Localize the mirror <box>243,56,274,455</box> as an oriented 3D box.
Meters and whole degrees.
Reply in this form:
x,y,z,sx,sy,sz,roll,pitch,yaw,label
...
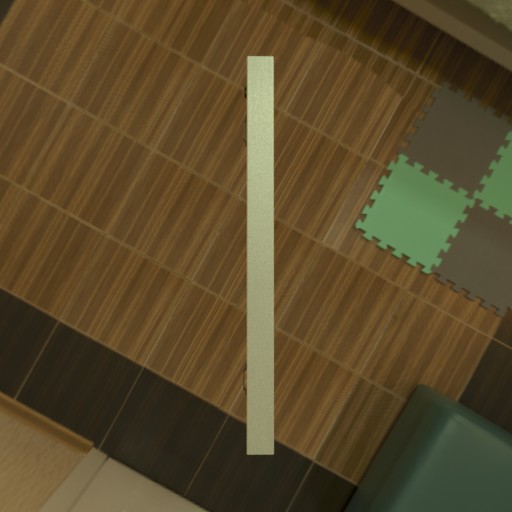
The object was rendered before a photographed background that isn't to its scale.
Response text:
x,y,z,sx,sy,sz,roll,pitch,yaw,label
0.000,0.000,0.918,0.039,0.710,0.507,0,90,-1,mirror
